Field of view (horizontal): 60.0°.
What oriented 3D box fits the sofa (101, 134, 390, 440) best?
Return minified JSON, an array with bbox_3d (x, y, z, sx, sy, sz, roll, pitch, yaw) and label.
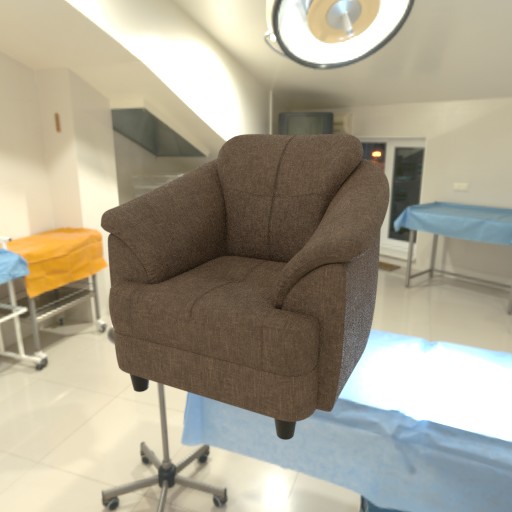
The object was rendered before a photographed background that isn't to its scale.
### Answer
[{"bbox_3d":[0.000,0.000,1.524,0.870,0.811,0.794,8,17,26],"label":"sofa"}]
